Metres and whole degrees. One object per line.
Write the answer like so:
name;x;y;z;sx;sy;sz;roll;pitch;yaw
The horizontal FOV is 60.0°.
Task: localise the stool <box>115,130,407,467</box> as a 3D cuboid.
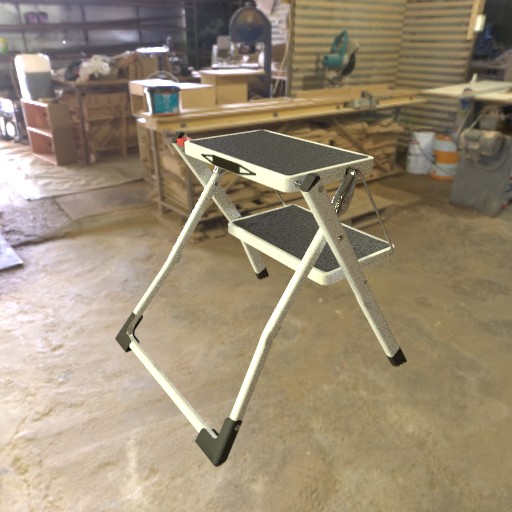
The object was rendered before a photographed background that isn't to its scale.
stool;0.000;0.000;0.896;0.490;0.445;0.485;-19;32;-33
